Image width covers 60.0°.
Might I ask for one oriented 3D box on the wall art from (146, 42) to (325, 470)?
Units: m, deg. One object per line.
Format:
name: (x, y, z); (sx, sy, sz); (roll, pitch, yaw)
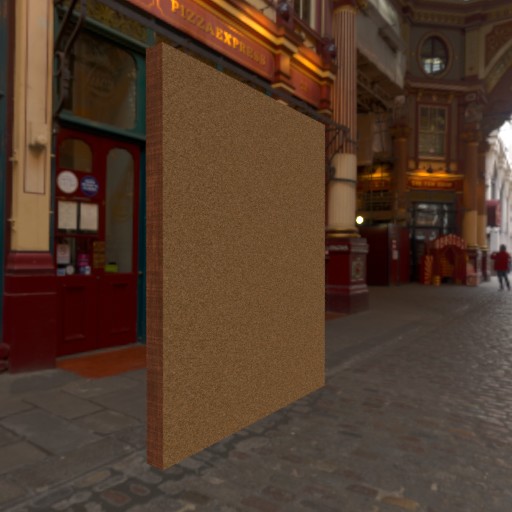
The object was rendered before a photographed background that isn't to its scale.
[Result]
wall art: (0.000, 0.000, 0.786); (0.033, 0.567, 0.467); (0, 0, 36)
